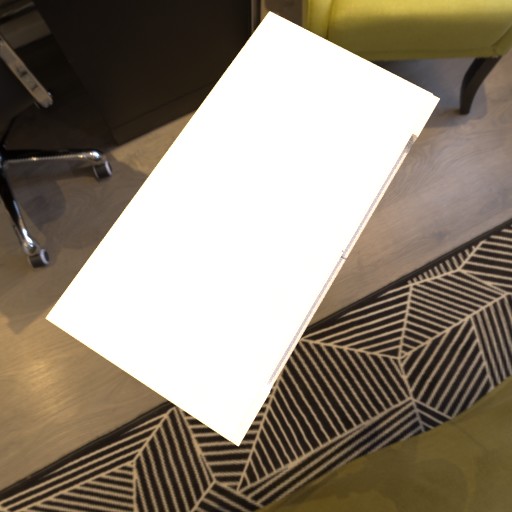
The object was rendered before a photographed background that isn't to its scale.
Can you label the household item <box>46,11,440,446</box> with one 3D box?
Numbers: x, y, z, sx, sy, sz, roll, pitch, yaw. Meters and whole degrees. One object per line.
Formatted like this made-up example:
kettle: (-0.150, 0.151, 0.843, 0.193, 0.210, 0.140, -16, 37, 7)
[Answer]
household item: (0.000, 0.000, 1.295, 0.420, 0.870, 0.800, 31, 78, 8)
